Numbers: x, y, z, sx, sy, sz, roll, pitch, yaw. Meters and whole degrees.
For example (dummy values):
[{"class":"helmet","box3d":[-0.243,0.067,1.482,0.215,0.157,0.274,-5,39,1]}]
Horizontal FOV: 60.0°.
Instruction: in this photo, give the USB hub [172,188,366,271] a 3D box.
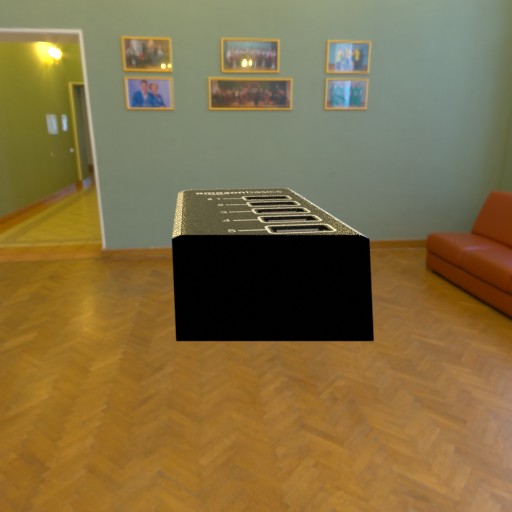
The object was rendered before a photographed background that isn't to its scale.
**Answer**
[{"class":"USB hub","box3d":[0.000,0.000,0.124,0.044,0.023,0.110,-2,17,-8]}]
